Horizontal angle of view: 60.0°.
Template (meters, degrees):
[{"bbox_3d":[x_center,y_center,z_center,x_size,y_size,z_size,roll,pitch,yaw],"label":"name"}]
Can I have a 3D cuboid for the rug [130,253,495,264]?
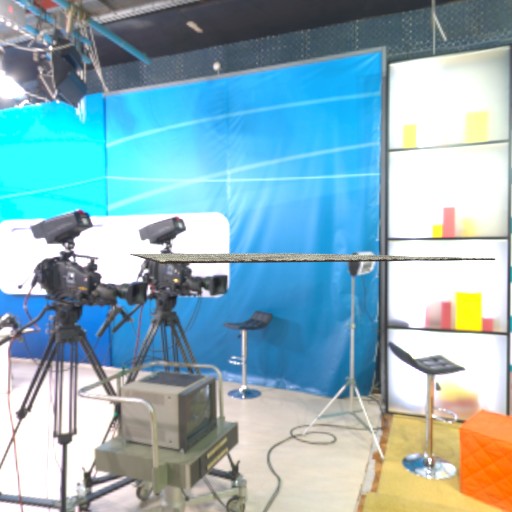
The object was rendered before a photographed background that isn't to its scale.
[{"bbox_3d":[0.000,0.000,2.951,1.517,0.011,2.435,0,1,-18],"label":"rug"}]
